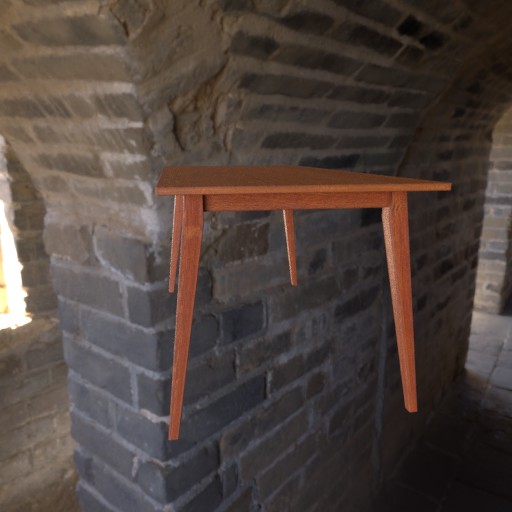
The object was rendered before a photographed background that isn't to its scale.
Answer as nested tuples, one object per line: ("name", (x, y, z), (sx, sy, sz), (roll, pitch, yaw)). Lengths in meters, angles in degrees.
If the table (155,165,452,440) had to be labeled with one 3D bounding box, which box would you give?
("table", (0.000, 0.000, 2.018), (0.811, 0.755, 1.609), (-2, 14, -10))
